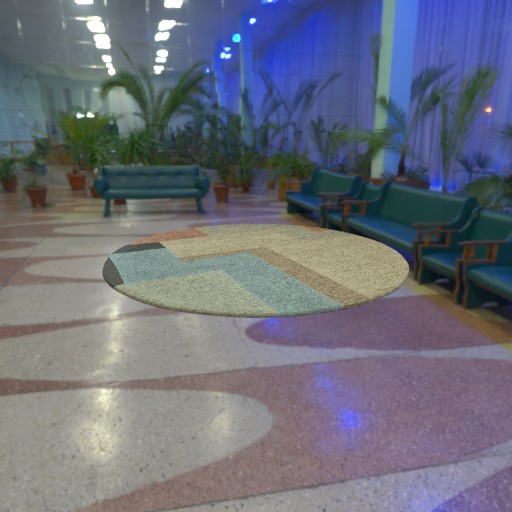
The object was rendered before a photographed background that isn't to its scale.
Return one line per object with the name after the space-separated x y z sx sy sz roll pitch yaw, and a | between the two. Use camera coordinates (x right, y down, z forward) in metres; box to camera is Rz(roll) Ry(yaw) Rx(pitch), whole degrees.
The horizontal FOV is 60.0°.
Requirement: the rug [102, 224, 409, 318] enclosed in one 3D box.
0.000 0.000 3.739 2.461 0.033 2.461 0 16 0 | rug
